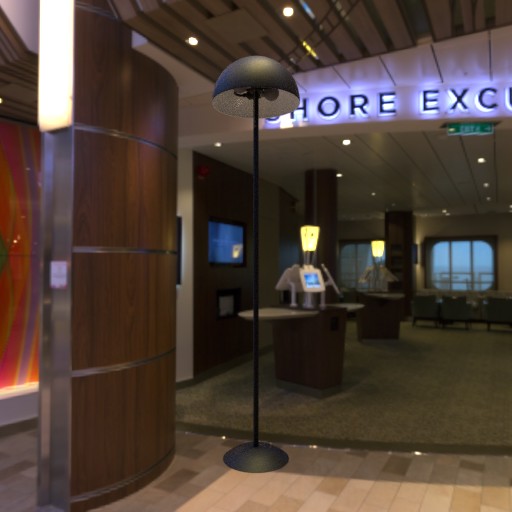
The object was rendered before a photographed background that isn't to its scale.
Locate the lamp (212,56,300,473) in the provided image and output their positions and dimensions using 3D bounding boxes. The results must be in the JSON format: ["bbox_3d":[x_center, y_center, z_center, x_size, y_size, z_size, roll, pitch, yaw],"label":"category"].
[{"bbox_3d":[0.000,0.000,1.641,0.328,1.480,0.328,0,-1,-17],"label":"lamp"}]
